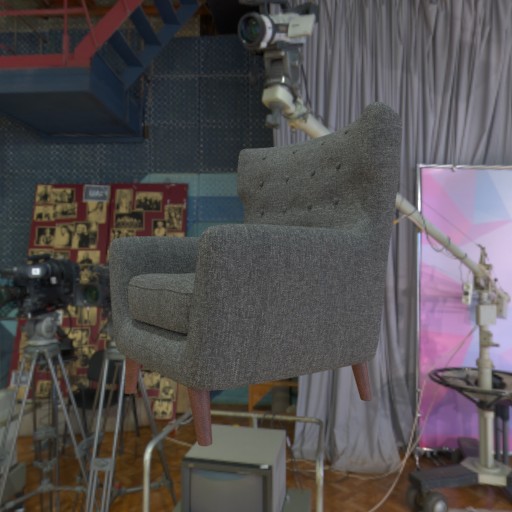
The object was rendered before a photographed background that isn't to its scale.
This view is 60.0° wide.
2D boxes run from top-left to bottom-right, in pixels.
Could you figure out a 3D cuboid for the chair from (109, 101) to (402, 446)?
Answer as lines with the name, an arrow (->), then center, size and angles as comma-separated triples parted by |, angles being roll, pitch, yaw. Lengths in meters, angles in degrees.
chair -> 0.000, 0.000, 1.721 | 0.904, 1.063, 0.878 | 0, -1, -36
